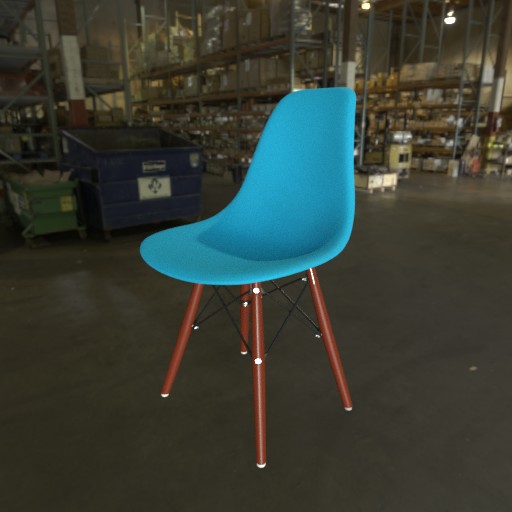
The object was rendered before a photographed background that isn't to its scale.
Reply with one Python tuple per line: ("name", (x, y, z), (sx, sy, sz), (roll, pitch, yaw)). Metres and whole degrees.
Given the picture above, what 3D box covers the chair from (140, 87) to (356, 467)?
("chair", (0.000, 0.000, 1.126), (0.470, 0.826, 0.533), (16, 23, 42))
